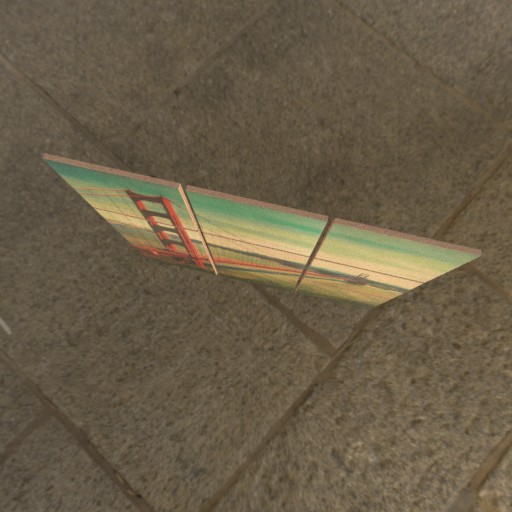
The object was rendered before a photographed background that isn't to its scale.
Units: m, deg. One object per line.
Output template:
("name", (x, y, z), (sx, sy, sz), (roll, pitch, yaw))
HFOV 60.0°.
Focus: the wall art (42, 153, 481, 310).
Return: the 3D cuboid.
("wall art", (0.000, 0.000, 1.785), (1.217, 1.207, 0.016), (13, 77, 3))
